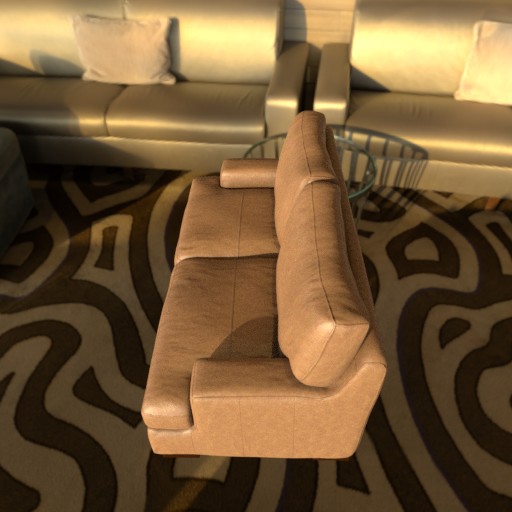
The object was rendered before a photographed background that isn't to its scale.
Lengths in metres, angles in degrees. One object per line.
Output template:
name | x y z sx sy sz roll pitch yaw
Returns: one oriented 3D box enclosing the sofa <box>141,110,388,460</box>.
sofa | 0.000 0.000 2.431 0.962 0.980 1.855 1 42 1
